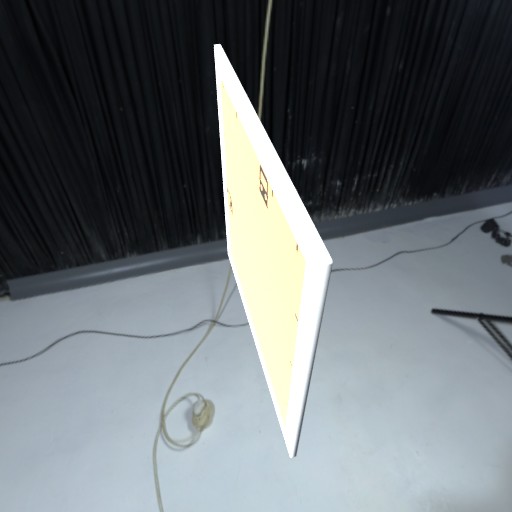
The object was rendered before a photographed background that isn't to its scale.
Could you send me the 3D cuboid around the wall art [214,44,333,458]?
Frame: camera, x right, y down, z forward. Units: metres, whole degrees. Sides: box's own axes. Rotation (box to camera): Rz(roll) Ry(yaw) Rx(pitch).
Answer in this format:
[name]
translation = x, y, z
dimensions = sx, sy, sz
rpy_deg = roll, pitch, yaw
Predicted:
[wall art]
translation = 0.000, 0.000, 0.870
dimensions = 0.013, 0.584, 0.584
rpy_deg = -11, 48, -10
